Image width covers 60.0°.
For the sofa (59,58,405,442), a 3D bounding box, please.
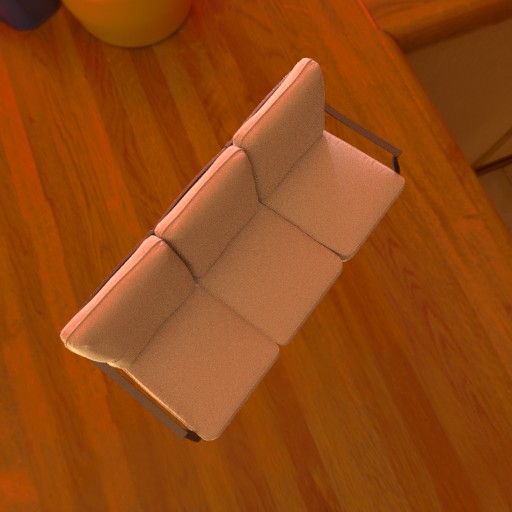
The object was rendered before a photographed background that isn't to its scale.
[{"bbox_3d":[0.000,0.000,2.246,0.787,0.860,1.740,37,78,9],"label":"sofa"}]
